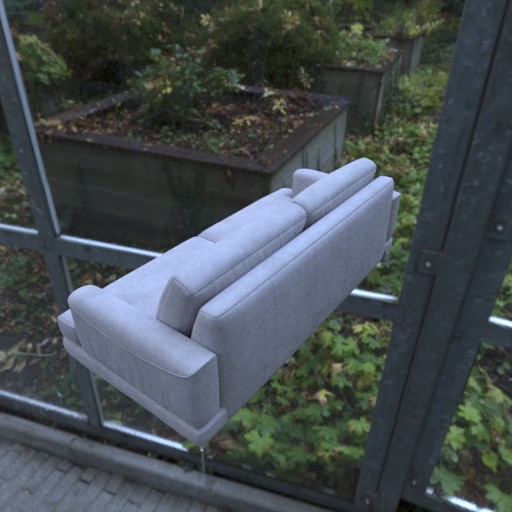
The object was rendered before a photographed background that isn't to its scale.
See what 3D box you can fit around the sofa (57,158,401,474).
[{"bbox_3d":[0.000,0.000,2.559,0.980,0.830,2.013,21,38,31],"label":"sofa"}]
